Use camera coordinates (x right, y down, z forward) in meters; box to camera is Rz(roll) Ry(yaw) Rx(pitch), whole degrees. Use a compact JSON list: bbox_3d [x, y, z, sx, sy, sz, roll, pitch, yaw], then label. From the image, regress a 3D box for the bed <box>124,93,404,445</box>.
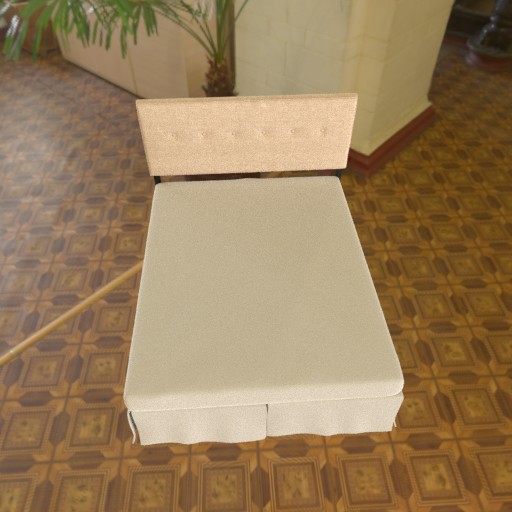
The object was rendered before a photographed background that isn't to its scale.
[{"bbox_3d":[0.000,0.000,2.943,1.643,1.270,1.978,-3,46,-3],"label":"bed"}]
